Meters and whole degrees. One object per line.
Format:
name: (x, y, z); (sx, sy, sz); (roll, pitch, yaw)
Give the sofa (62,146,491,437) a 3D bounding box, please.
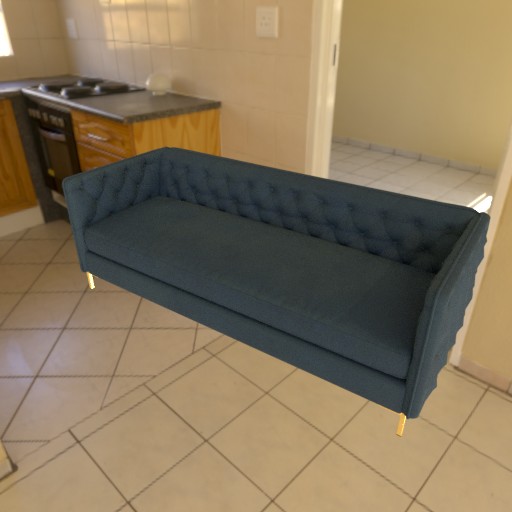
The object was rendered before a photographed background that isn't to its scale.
sofa: (0.000, 0.000, 2.532); (2.209, 0.771, 0.895); (18, 34, 29)
